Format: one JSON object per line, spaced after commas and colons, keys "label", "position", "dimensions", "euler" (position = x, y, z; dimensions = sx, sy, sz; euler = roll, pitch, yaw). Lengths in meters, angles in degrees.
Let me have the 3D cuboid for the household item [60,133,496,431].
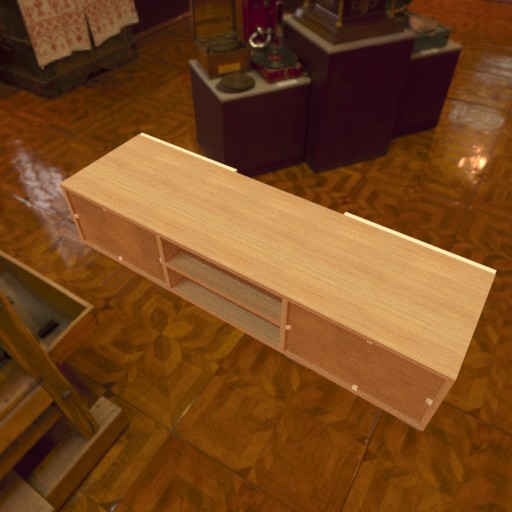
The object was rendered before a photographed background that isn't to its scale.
{"label": "household item", "position": [0.000, 0.000, 1.544], "dimensions": [1.400, 0.310, 0.420], "euler": [25, 51, 23]}
